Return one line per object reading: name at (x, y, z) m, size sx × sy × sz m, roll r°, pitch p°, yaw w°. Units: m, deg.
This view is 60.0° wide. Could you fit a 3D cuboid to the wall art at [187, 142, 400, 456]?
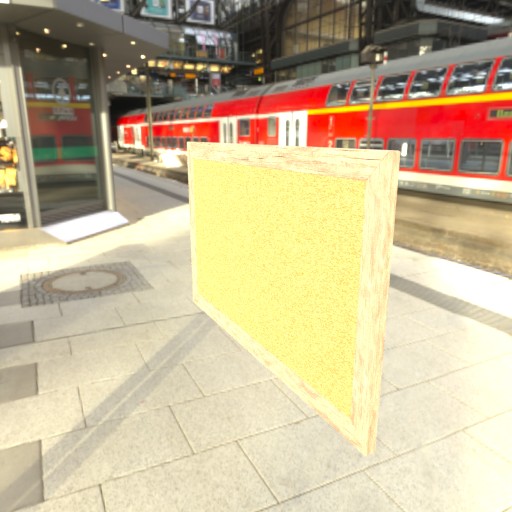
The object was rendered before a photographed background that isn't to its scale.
wall art at (0.000, 0.000, 0.986) m, size 0.021 × 0.480 × 0.780 m, roll -8°, pitch 17°, yaw -27°
